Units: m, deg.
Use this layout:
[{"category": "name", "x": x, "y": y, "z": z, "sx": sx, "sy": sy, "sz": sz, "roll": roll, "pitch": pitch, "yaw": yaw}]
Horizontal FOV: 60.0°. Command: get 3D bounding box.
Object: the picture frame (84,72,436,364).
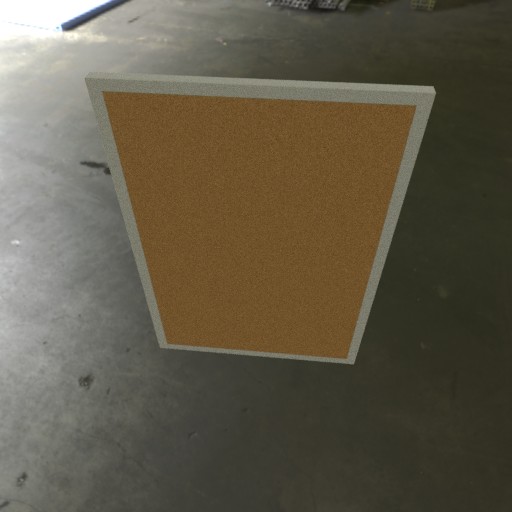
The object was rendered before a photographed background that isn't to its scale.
[{"category": "picture frame", "x": 0.000, "y": 0.000, "z": 0.542, "sx": 0.305, "sy": 0.434, "sz": 0.013, "roll": 4, "pitch": 46, "yaw": 4}]
